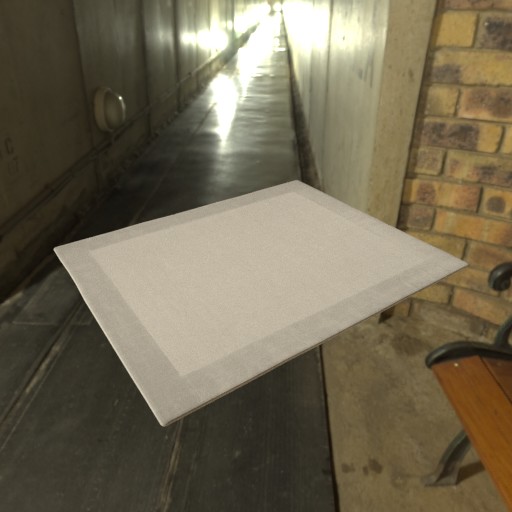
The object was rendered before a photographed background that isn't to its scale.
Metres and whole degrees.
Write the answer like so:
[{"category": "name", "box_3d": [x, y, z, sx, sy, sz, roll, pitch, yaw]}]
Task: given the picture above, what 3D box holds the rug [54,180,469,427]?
[{"category": "rug", "box_3d": [0.000, 0.000, 4.060, 2.976, 0.018, 2.430, -20, 37, -29]}]
